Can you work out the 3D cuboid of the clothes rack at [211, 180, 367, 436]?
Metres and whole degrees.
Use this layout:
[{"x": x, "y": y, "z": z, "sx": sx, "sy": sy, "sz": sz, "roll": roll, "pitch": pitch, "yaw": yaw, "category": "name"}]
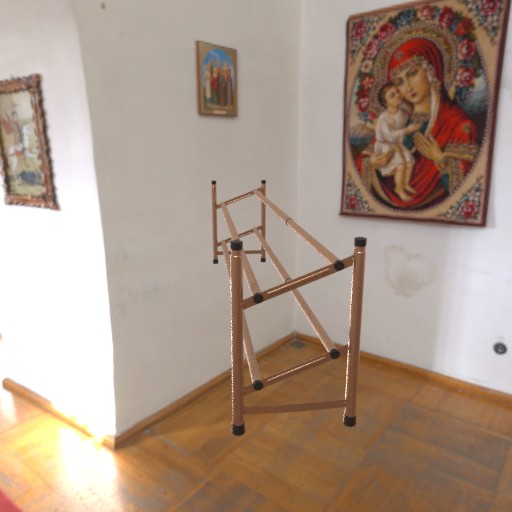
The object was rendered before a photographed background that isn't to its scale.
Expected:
[{"x": 0.000, "y": 0.000, "z": 1.309, "sx": 0.229, "sy": 0.349, "sz": 1.168, "roll": -2, "pitch": 15, "yaw": -7, "category": "clothes rack"}]
